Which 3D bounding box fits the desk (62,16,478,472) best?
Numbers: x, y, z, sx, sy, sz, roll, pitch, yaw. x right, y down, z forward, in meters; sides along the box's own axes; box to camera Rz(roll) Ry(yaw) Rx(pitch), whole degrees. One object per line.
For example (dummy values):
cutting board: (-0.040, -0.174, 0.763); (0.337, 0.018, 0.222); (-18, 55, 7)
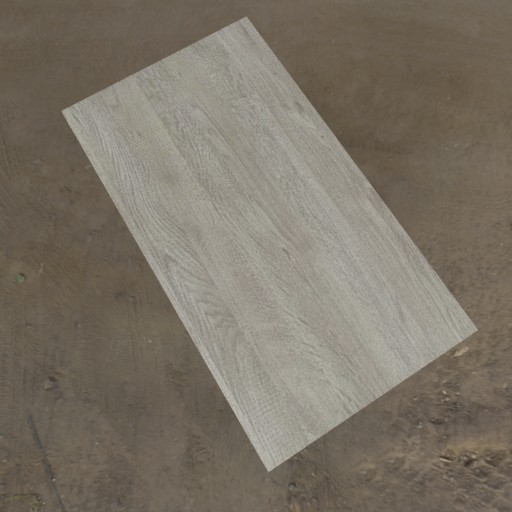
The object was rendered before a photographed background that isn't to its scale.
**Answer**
desk: (0.000, 0.000, 1.303); (0.498, 0.724, 0.893); (-31, 77, -8)
